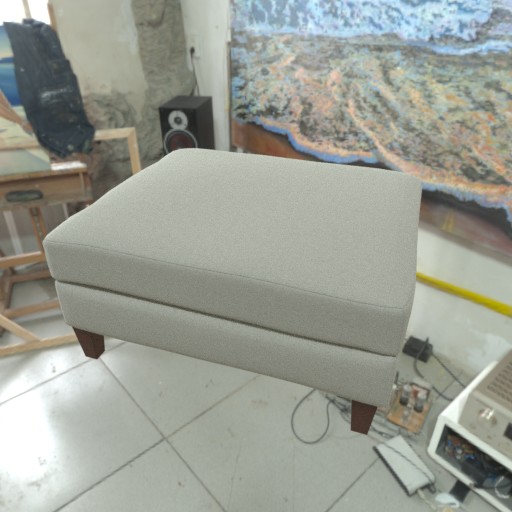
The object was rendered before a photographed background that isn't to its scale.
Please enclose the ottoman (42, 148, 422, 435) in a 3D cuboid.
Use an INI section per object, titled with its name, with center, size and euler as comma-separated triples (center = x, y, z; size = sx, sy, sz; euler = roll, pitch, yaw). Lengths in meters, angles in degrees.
[ottoman]
center = 0.000, 0.000, 1.480
size = 0.976, 0.492, 0.836
euler = 10, 33, 16
